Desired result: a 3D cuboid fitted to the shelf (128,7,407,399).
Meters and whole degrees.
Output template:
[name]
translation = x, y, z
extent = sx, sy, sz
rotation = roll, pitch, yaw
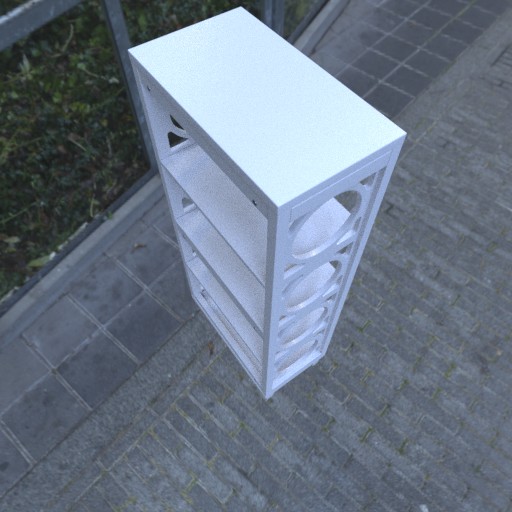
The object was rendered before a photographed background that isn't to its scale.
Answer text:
[shelf]
translation = 0.000, 0.000, 1.599
extent = 0.340, 1.411, 0.611
rotation = -31, 62, -18
